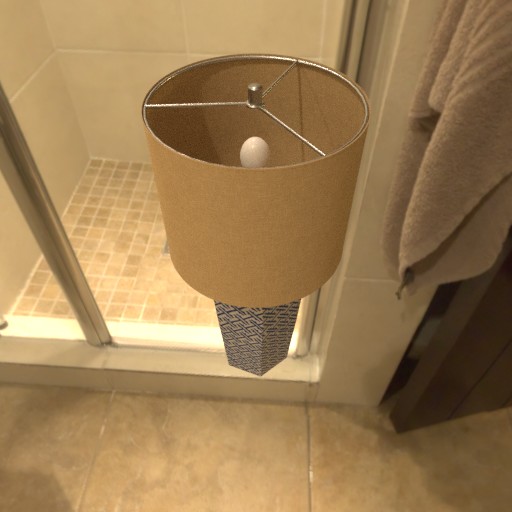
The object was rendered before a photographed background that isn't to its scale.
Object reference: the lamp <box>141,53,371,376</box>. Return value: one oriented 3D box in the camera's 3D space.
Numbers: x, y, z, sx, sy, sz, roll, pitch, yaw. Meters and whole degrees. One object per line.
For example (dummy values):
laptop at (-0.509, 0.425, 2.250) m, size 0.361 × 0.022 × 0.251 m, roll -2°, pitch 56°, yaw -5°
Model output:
lamp at (0.000, 0.000, 0.860) m, size 0.320 × 0.682 × 0.320 m, roll -26°, pitch 52°, yaw -22°
